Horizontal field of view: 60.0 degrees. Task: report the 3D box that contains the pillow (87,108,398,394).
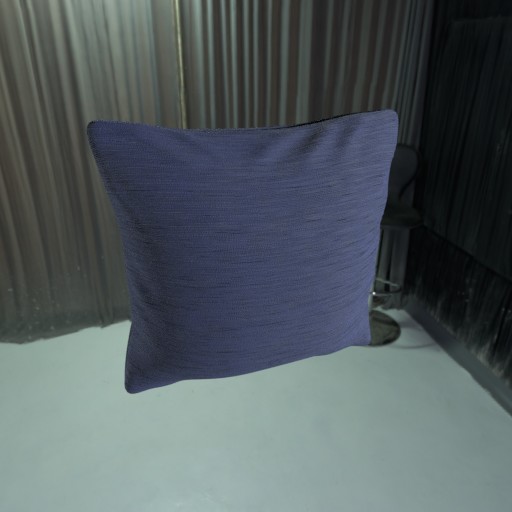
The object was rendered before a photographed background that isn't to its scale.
[{"bbox_3d":[0.000,0.000,0.671,0.432,0.414,0.246,-8,26,-16],"label":"pillow"}]
